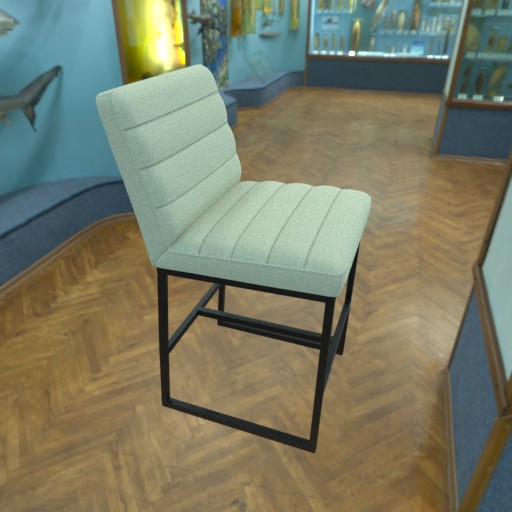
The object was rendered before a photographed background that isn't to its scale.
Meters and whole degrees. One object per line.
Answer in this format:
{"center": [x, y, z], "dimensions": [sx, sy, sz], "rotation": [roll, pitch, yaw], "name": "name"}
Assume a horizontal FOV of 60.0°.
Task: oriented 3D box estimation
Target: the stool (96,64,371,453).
{"center": [0.000, 0.000, 1.252], "dimensions": [0.560, 0.940, 0.460], "rotation": [11, 32, 17], "name": "stool"}
